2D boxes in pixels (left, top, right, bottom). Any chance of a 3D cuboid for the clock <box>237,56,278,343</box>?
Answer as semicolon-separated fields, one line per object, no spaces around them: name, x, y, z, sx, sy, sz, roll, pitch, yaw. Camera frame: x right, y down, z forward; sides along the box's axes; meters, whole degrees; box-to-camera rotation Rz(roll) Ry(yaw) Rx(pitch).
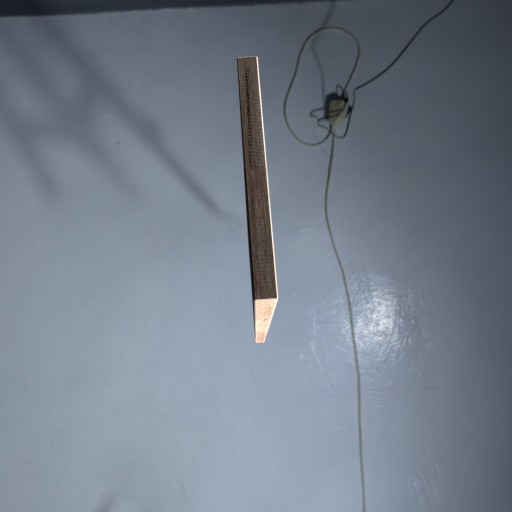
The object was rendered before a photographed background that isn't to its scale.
clock;0.000;0.000;1.073;0.030;0.965;0.361;-4;76;-1
